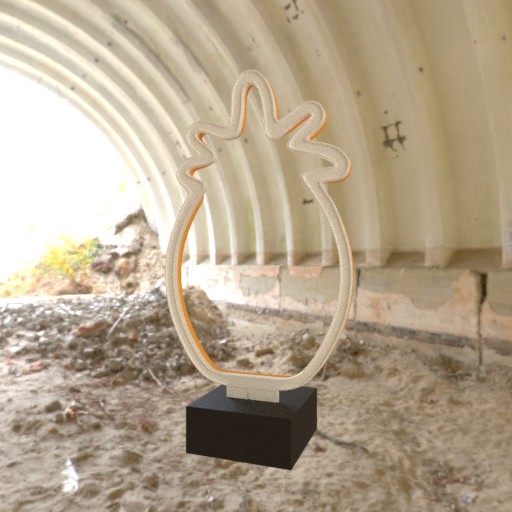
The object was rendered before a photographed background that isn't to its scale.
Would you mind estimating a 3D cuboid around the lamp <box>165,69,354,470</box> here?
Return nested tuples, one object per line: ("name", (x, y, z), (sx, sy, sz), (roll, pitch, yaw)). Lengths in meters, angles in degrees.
("lamp", (0.000, 0.000, 0.384), (0.167, 0.317, 0.088), (0, -1, 20))
